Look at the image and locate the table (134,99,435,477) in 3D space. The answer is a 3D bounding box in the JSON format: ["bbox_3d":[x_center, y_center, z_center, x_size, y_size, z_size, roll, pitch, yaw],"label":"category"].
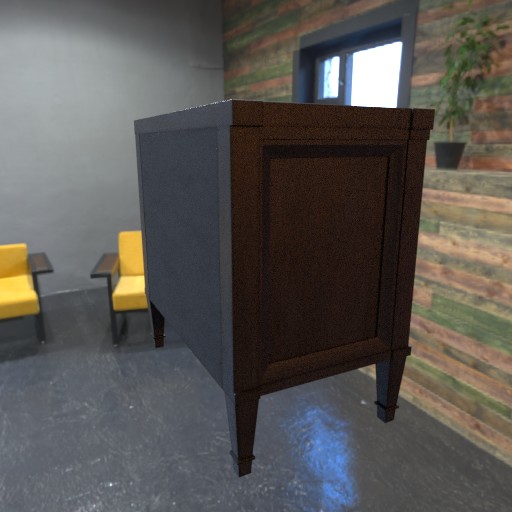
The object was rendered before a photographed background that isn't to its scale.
[{"bbox_3d":[0.000,0.000,1.093,0.413,0.660,0.660,-7,16,-26],"label":"table"}]
